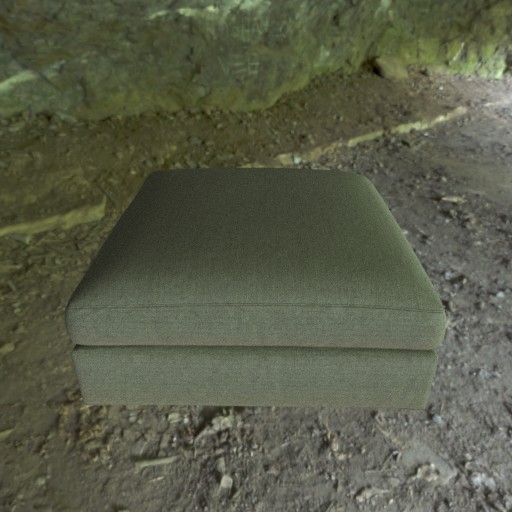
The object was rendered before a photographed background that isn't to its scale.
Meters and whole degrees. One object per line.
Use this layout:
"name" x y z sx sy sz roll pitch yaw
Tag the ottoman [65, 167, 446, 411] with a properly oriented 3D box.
"ottoman" 0.000 0.000 1.645 1.041 0.470 1.041 0 30 1
